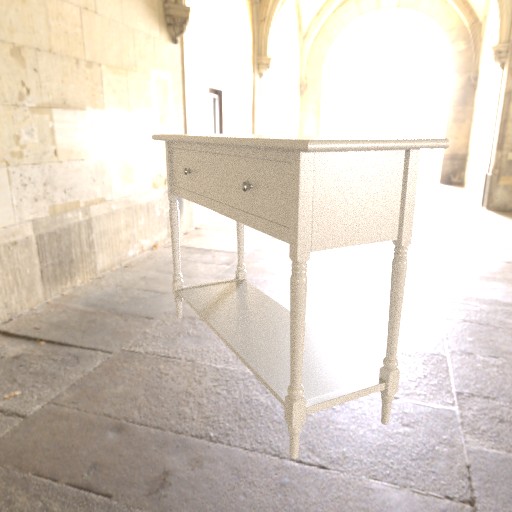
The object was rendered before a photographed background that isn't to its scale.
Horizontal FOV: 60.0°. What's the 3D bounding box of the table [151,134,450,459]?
[{"bbox_3d":[0.000,0.000,1.542,0.384,0.808,1.197,-8,18,-26],"label":"table"}]
